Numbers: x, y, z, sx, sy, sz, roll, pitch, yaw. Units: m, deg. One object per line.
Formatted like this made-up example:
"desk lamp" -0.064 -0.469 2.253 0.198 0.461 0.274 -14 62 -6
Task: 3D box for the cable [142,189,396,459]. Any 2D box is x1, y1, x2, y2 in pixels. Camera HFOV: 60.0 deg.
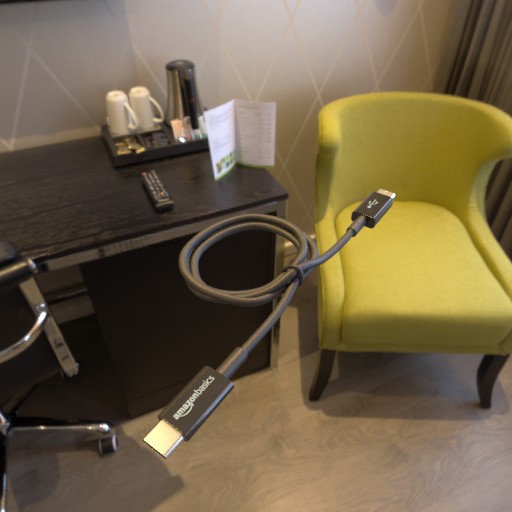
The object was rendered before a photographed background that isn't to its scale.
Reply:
"cable" 0.000 0.000 0.215 0.070 0.014 0.192 25 46 26
